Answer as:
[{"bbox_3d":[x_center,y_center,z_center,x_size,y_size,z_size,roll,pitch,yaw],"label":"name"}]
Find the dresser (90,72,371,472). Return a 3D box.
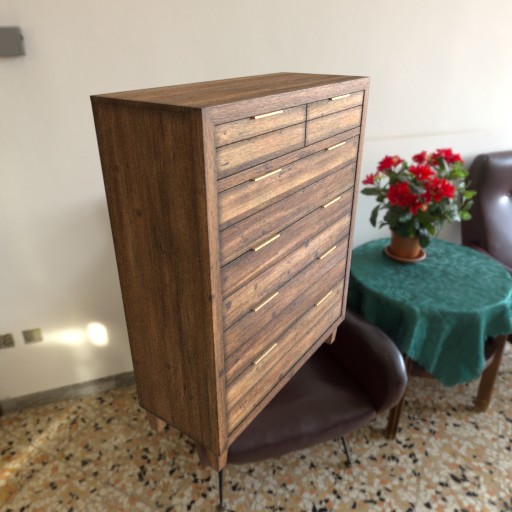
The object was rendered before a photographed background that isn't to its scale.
[{"bbox_3d":[0.000,0.000,1.874,0.438,1.359,1.067,17,31,31],"label":"dresser"}]
